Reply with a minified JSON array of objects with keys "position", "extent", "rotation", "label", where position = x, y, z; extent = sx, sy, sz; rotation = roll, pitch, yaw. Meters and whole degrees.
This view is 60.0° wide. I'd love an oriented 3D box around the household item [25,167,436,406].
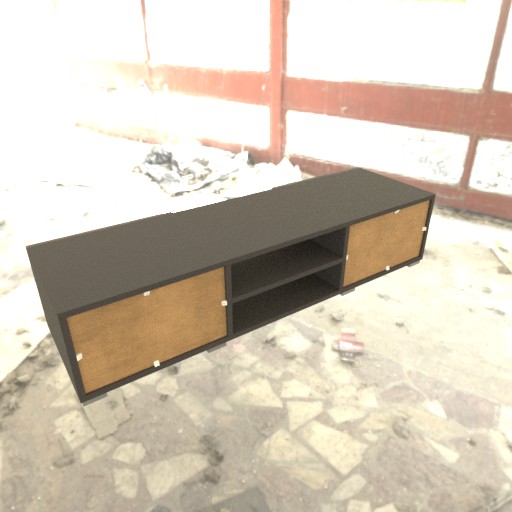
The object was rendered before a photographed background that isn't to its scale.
[{"position":[0.000,0.000,1.602],"extent":[1.400,0.310,0.420],"rotation":[-18,33,-29],"label":"household item"}]
